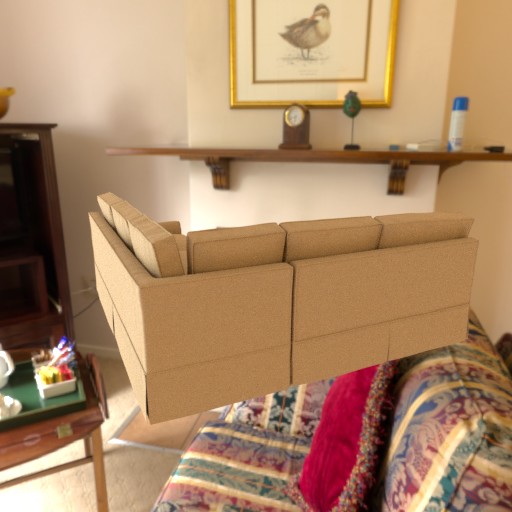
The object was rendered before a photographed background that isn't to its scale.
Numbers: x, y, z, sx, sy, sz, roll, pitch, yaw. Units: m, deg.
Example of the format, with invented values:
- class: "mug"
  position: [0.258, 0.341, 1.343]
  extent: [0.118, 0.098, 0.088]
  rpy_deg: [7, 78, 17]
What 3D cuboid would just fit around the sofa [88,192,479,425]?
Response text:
- class: "sofa"
  position: [0.000, 0.000, 4.227]
  extent: [2.730, 1.124, 2.733]
  rpy_deg: [-7, 17, -24]
